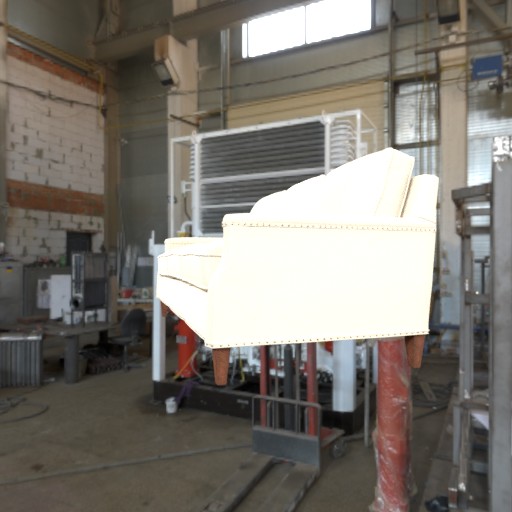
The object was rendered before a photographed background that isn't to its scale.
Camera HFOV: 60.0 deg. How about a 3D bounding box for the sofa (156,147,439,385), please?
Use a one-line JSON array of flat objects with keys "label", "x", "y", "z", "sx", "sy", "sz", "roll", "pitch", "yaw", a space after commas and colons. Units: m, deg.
[{"label": "sofa", "x": 0.000, "y": 0.000, "z": 2.867, "sx": 1.084, "sy": 1.003, "sz": 2.246, "roll": 0, "pitch": 0, "yaw": -18}]
